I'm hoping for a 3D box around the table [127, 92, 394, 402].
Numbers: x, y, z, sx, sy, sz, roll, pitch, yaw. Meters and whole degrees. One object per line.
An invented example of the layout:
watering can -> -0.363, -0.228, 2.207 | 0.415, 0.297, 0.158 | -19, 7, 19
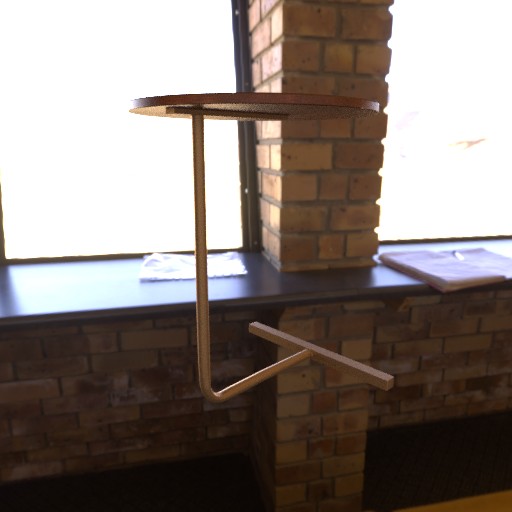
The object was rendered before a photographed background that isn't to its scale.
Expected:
table -> 0.000, 0.000, 1.099 | 0.577, 0.706, 0.530 | -13, 19, -42
